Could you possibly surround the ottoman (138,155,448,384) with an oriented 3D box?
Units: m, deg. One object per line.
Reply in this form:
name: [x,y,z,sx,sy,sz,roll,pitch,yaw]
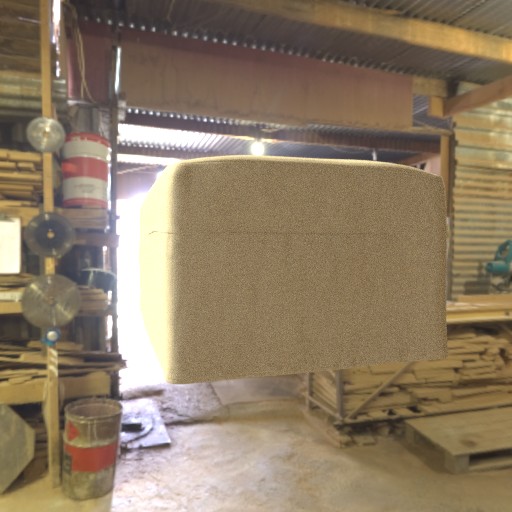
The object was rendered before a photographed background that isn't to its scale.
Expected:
ottoman: [0.000,0.000,1.215,0.590,0.444,0.872,-1,2,-18]
